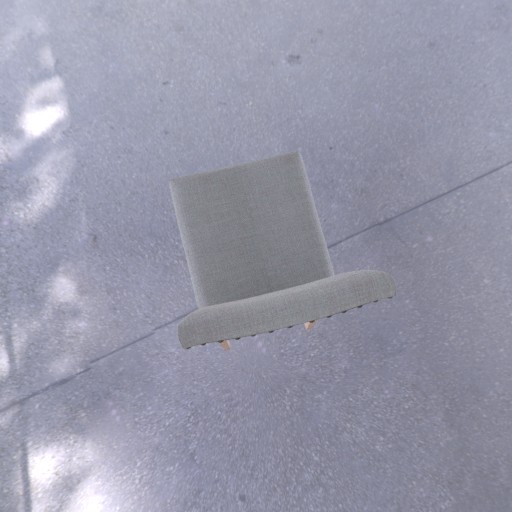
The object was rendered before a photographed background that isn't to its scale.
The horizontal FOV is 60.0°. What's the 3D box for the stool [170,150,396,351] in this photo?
[{"bbox_3d":[0.000,0.000,1.478,0.445,1.173,0.585,-13,76,-3],"label":"stool"}]
